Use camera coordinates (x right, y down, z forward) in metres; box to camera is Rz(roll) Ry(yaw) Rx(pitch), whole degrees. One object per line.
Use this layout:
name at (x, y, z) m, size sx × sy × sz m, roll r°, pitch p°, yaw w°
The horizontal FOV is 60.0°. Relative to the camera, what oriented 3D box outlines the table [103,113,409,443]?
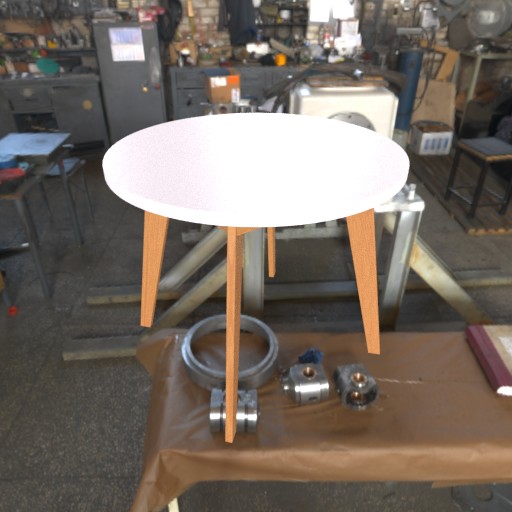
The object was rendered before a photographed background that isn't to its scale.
table at (0.000, 0.000, 1.547) m, size 0.896 × 0.762 × 0.896 m, roll 0°, pitch 31°, yaw 0°
